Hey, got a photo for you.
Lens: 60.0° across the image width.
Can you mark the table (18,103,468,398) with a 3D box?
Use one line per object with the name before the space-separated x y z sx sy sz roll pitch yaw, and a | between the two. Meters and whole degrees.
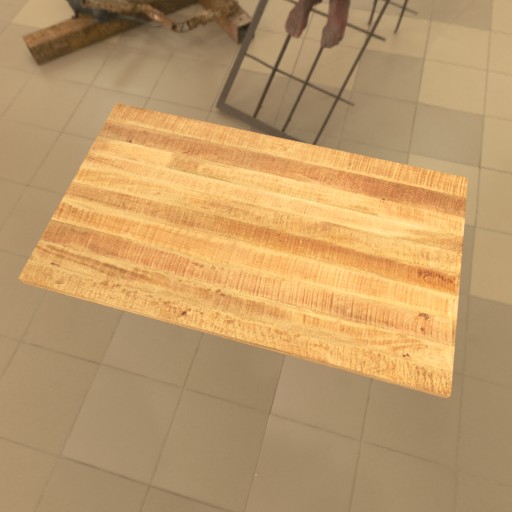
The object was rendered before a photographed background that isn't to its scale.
table | 0.000 0.000 1.660 1.320 0.455 0.760 14 65 7
